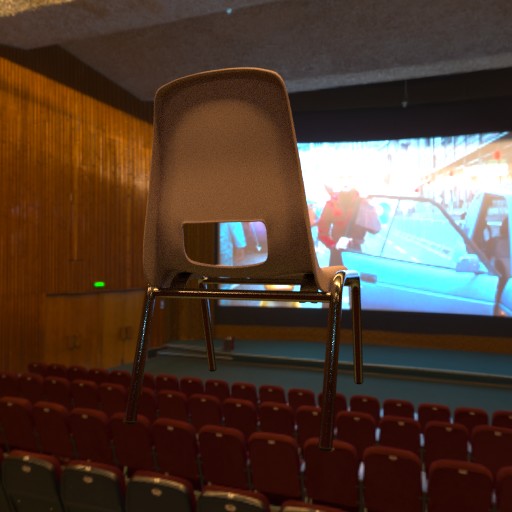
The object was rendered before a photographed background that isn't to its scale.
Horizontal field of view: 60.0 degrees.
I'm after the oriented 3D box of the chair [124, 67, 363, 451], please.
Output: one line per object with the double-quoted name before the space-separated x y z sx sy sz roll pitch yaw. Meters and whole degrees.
"chair" 0.000 0.000 0.813 0.354 0.537 0.385 0 0 18
